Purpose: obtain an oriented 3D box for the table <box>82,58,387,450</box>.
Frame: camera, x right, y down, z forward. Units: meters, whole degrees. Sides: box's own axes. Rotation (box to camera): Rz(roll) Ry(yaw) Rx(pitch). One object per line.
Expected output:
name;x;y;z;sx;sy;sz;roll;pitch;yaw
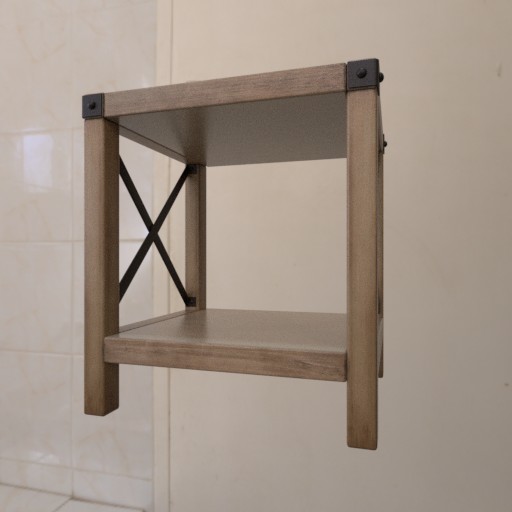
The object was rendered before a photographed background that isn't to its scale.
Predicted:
table;0.000;0.000;0.905;0.510;0.561;0.459;0;0;17
